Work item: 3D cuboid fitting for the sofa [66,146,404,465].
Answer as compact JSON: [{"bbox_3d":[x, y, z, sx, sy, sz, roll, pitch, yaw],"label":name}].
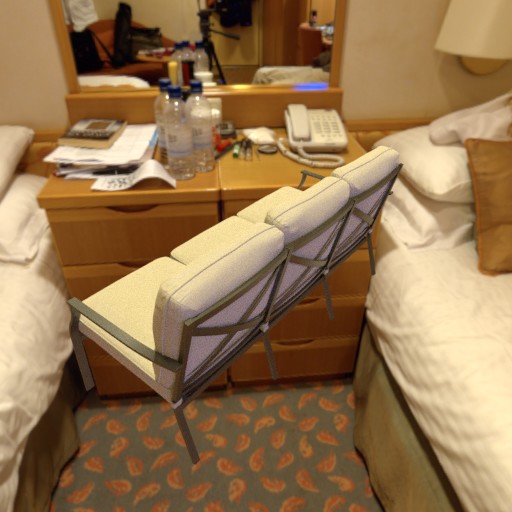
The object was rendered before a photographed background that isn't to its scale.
[{"bbox_3d":[0.000,0.000,2.250,0.787,0.860,1.740,22,39,31],"label":"sofa"}]
